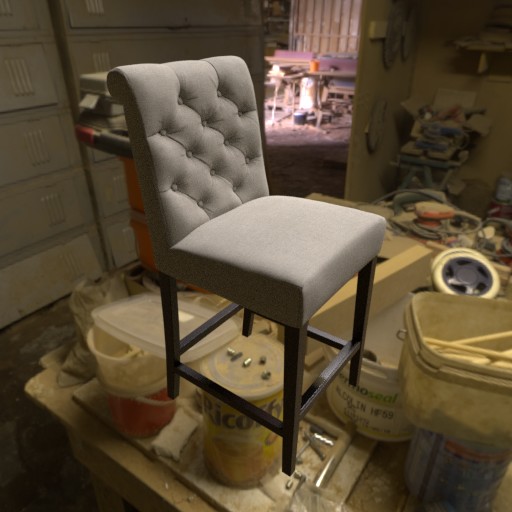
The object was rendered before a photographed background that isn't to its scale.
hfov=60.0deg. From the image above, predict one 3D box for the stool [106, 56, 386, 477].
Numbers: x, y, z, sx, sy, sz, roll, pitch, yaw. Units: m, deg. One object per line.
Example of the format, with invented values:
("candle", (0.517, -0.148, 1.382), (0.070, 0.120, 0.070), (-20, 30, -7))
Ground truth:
("stool", (0.000, 0.000, 1.310), (0.601, 1.040, 0.493), (19, 34, 31))
